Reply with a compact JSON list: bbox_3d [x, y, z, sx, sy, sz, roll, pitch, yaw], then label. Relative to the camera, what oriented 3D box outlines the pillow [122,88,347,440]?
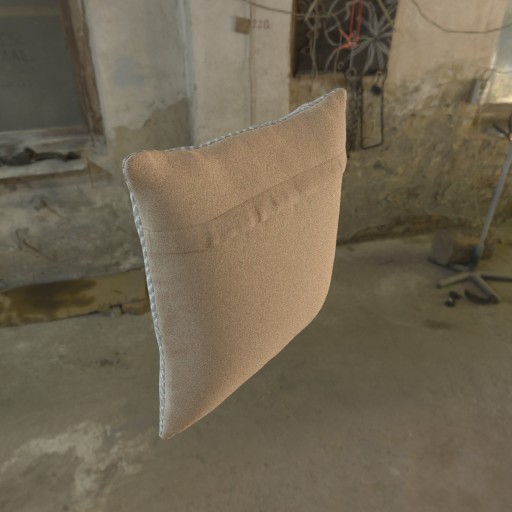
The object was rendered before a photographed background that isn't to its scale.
[{"bbox_3d":[0.000,0.000,0.717,0.181,0.458,0.459,22,38,32],"label":"pillow"}]
